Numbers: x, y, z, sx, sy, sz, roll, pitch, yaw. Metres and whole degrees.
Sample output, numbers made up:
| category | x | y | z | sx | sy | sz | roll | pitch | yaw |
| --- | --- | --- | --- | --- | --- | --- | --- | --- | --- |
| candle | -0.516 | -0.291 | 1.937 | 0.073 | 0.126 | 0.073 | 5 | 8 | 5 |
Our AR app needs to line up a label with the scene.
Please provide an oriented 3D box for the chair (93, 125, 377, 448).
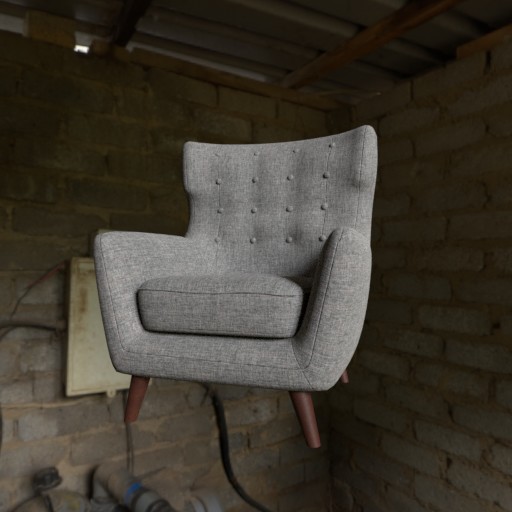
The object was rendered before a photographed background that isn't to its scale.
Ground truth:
| category | x | y | z | sx | sy | sz | roll | pitch | yaw |
| --- | --- | --- | --- | --- | --- | --- | --- | --- | --- |
| chair | 0.000 | 0.000 | 1.709 | 0.878 | 1.063 | 0.904 | 0 | 0 | 18 |
